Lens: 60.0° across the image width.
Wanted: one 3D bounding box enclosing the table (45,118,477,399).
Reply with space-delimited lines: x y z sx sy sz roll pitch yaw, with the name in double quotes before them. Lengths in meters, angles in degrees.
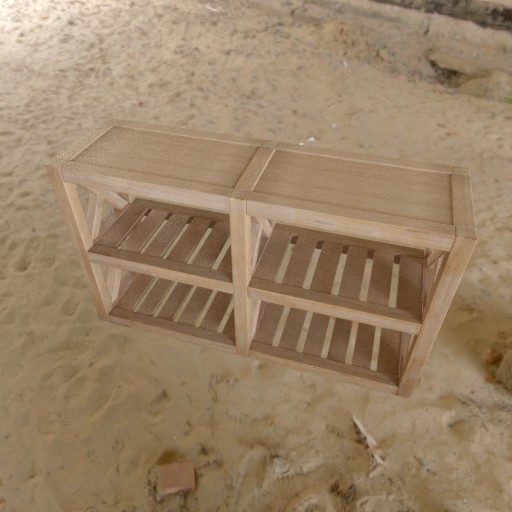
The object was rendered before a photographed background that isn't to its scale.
"table" 0.000 0.000 1.671 1.320 0.762 0.381 11 43 13
